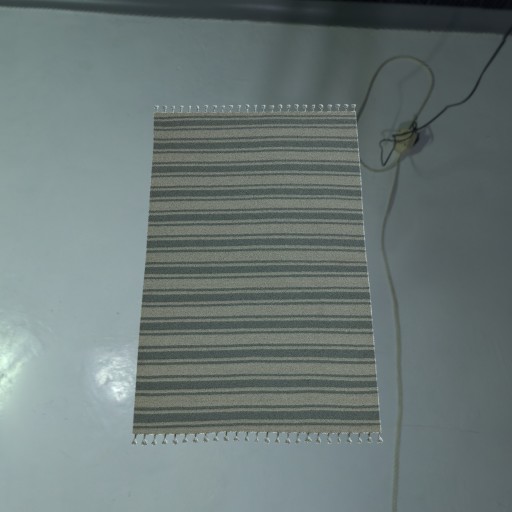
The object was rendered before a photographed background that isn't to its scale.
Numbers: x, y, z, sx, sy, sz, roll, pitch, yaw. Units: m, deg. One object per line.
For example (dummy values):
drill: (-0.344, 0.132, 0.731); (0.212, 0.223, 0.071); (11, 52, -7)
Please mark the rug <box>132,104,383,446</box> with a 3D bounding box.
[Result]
rug: (0.000, 0.000, 3.050); (1.539, 0.011, 2.410); (0, 74, 0)
